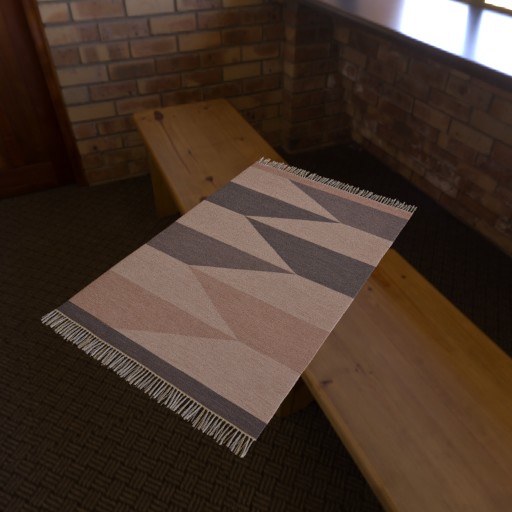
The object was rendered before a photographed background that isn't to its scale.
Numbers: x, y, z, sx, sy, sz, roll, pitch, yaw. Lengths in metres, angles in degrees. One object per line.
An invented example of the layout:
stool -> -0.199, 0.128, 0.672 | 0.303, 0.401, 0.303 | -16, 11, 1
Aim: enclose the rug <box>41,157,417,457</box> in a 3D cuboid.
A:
rug -> 0.000, 0.000, 2.555 | 1.224, 0.027, 2.021 | 24, 46, 25
